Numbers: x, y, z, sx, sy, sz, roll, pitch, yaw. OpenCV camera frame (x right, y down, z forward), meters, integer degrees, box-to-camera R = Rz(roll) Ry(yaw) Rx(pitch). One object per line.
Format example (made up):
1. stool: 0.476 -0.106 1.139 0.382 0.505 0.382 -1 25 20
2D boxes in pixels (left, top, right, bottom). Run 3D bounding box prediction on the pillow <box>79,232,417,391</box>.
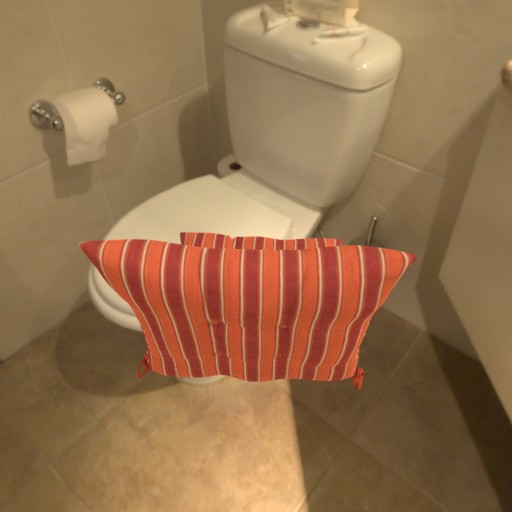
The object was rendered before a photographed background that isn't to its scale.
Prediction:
1. pillow: 0.000 0.000 1.014 0.541 0.536 0.585 2 46 2
